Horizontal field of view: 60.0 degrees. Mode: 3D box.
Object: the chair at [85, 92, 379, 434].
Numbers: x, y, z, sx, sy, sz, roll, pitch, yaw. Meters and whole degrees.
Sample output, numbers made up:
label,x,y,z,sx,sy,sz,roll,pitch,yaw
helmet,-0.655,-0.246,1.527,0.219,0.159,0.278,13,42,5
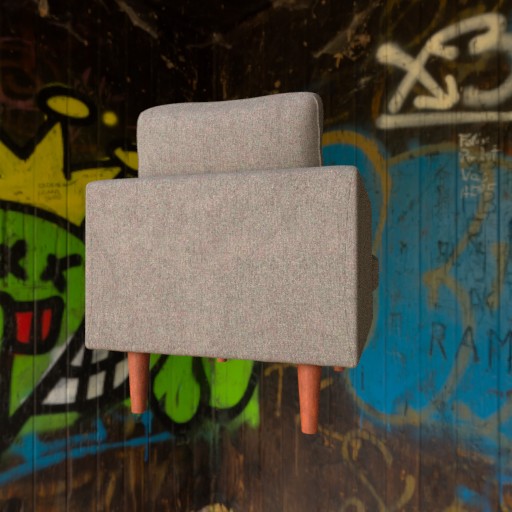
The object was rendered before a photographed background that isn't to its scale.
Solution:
label,x,y,z,sx,sy,sz,roll,pitch,yaw
chair,0.000,0.000,1.646,0.858,0.957,0.899,0,0,17
